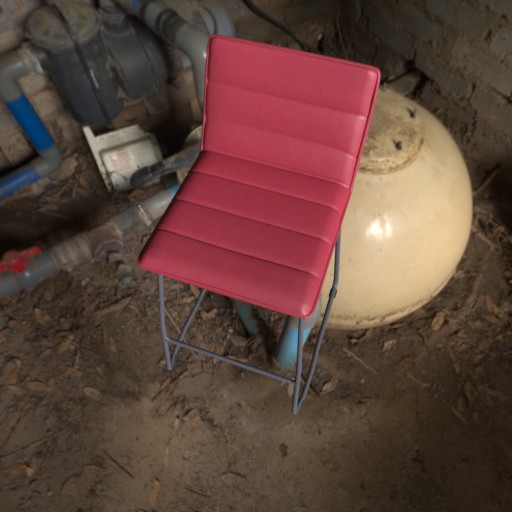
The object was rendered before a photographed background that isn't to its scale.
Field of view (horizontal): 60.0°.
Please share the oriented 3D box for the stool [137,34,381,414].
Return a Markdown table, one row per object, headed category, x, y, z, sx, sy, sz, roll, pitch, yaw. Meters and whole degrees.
| category | x | y | z | sx | sy | sz | roll | pitch | yaw |
| --- | --- | --- | --- | --- | --- | --- | --- | --- | --- |
| stool | 0.000 | 0.000 | 1.213 | 0.489 | 0.937 | 0.524 | 16 | 59 | 10 |
